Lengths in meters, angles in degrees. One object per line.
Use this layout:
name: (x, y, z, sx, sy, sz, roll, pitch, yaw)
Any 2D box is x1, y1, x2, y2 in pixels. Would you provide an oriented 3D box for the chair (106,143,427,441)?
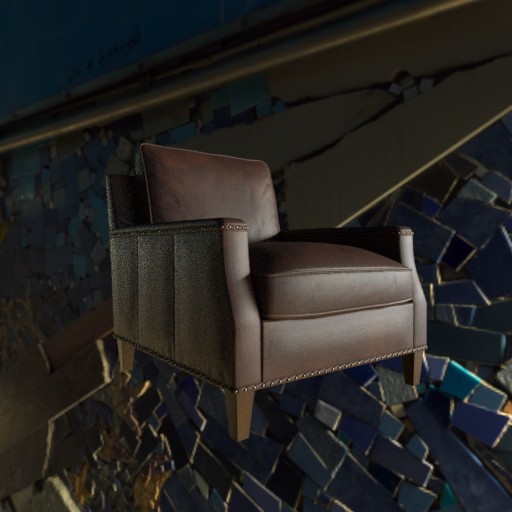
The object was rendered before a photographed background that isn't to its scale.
chair: (0.000, 0.000, 1.732, 0.853, 0.929, 1.014, -1, 1, -37)
